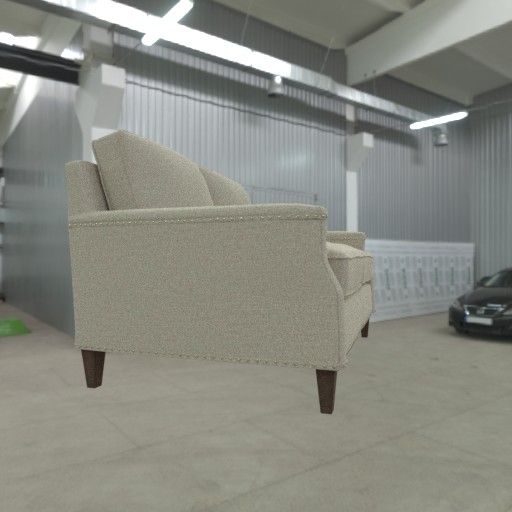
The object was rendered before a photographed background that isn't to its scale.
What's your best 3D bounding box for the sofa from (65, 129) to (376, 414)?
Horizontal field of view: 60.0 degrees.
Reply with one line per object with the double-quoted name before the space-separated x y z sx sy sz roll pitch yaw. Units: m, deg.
"sofa" 0.000 0.000 2.239 1.084 1.003 1.597 0 -1 18
